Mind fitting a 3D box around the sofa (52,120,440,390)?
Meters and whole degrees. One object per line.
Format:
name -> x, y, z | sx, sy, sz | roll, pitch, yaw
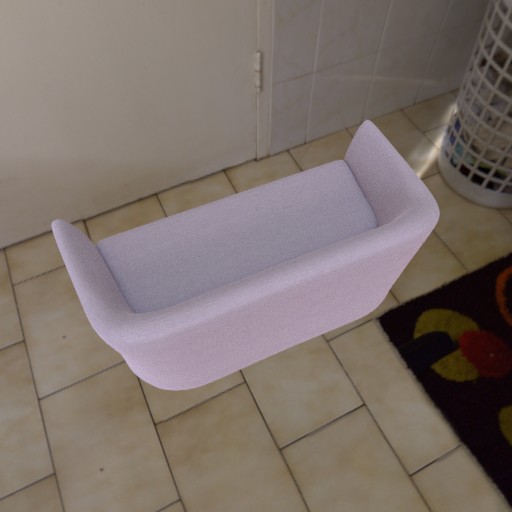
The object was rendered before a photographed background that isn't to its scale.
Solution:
sofa -> 0.000, 0.000, 1.899 | 1.452, 0.721, 0.705 | -20, 60, -12
